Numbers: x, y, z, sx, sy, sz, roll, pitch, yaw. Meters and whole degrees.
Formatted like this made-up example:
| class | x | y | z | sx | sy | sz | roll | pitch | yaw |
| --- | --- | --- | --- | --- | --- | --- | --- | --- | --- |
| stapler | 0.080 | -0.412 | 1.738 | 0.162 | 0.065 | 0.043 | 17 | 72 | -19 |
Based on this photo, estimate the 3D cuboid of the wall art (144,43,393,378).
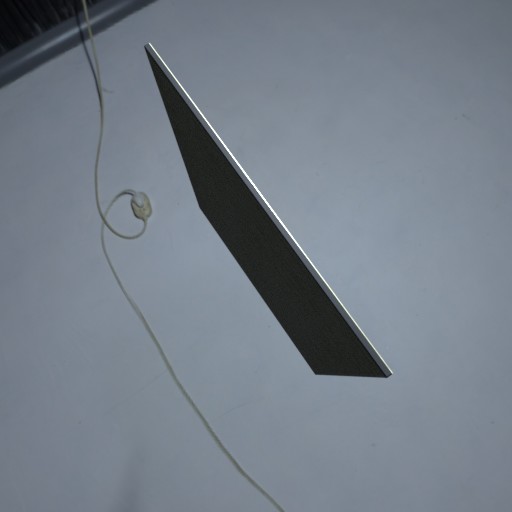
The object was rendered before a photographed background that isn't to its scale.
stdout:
| class | x | y | z | sx | sy | sz | roll | pitch | yaw |
| --- | --- | --- | --- | --- | --- | --- | --- | --- | --- |
| wall art | 0.000 | 0.000 | 0.771 | 0.009 | 0.559 | 0.483 | -33 | 78 | -8 |
